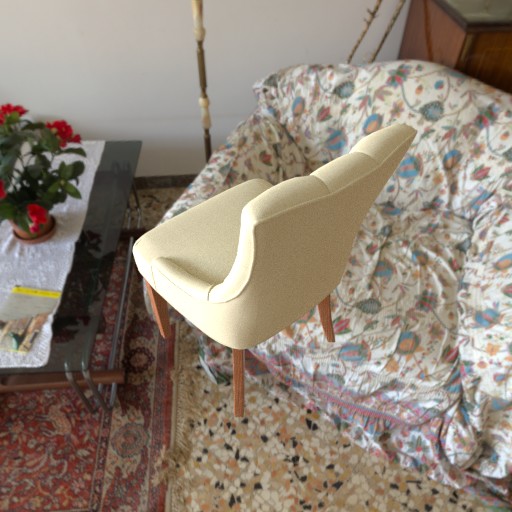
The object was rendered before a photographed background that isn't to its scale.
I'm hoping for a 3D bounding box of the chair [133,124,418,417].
[{"bbox_3d":[0.000,0.000,1.242,0.509,0.874,0.565,-32,54,-27],"label":"chair"}]
